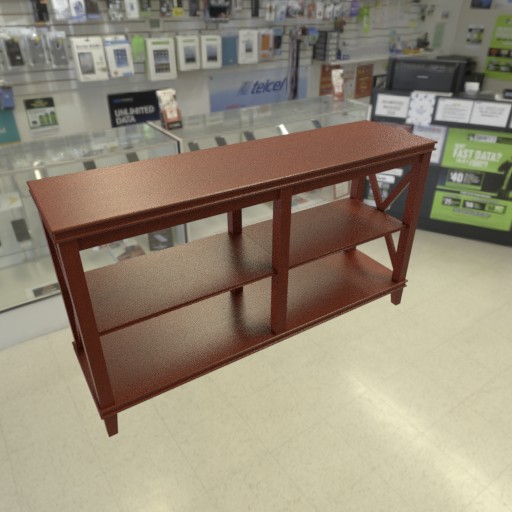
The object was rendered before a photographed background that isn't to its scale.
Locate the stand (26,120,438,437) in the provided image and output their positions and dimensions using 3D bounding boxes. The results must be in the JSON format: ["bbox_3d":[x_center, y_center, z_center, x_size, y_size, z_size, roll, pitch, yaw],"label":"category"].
[{"bbox_3d":[0.000,0.000,1.684,1.372,0.762,0.381,-18,35,-27],"label":"stand"}]
